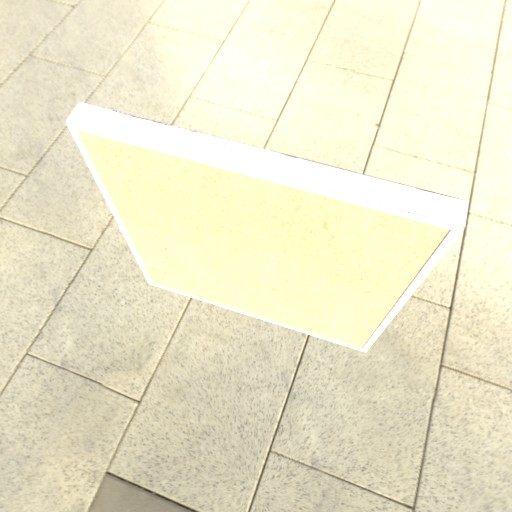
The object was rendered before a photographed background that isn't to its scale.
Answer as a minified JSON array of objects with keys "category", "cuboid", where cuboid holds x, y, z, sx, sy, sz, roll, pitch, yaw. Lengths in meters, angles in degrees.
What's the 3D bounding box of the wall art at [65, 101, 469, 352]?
[{"category":"wall art","cuboid":[0.000,0.000,0.768,0.508,0.508,0.038,16,63,9]}]
